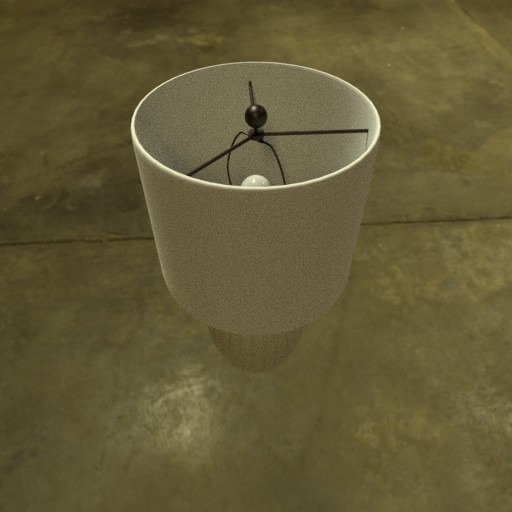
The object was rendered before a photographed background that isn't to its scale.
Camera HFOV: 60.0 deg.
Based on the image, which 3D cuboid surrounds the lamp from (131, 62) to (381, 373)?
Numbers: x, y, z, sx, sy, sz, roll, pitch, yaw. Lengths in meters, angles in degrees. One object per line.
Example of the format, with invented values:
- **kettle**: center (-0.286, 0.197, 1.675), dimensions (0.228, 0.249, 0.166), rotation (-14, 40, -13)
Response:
- **lamp**: center (0.000, 0.000, 0.787), dimensions (0.329, 0.570, 0.329), rotation (33, 54, 27)
